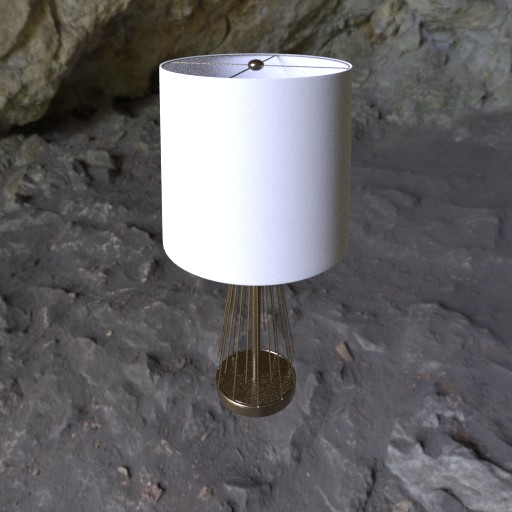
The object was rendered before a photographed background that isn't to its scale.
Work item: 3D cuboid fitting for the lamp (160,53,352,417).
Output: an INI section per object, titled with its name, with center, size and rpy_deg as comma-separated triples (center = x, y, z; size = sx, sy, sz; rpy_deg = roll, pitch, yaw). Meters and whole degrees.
[lamp]
center = 0.000, 0.000, 0.757
size = 0.303, 0.618, 0.303
rpy_deg = 0, 30, 0
